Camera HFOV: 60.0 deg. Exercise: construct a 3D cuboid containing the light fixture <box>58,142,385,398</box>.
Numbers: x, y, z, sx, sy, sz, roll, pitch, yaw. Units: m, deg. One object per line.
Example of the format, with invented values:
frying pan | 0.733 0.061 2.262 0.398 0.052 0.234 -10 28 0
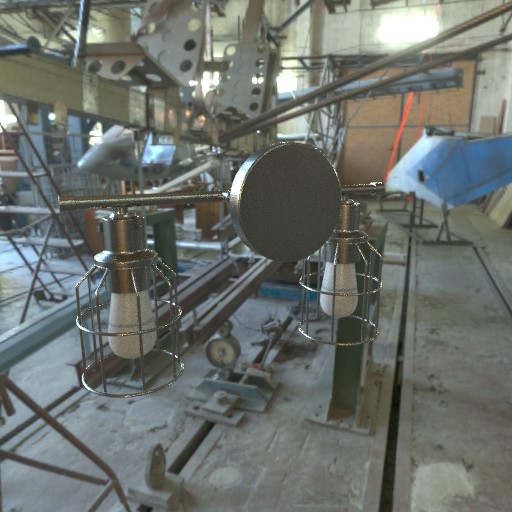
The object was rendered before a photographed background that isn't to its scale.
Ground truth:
light fixture | 0.000 0.000 0.516 0.406 0.254 0.165 -6 15 -25
